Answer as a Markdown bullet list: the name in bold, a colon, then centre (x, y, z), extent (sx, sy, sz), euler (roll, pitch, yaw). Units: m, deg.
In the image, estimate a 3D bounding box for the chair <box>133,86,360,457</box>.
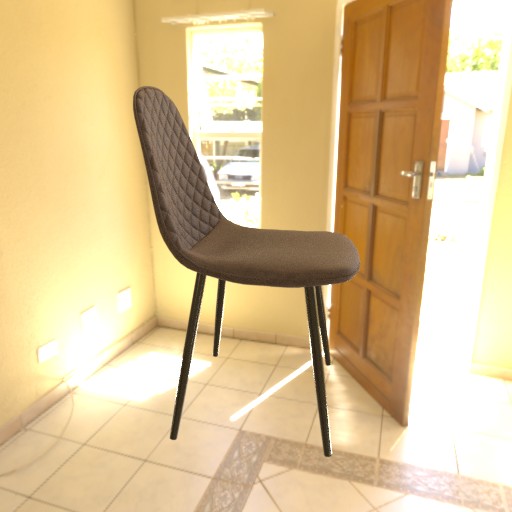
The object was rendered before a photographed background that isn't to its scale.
- **chair**: centre (0.000, 0.000, 1.232), extent (0.561, 0.889, 0.472), euler (2, 16, 9)
